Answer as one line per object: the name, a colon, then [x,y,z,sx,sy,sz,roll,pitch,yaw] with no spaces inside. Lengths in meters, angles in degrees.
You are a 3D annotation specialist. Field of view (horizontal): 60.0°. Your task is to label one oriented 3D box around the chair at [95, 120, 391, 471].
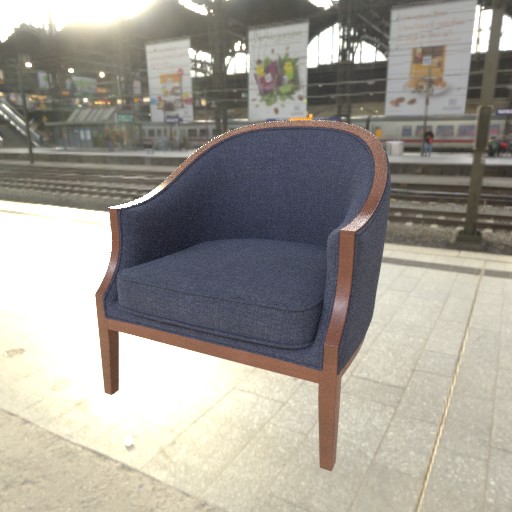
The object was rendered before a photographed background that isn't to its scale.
chair: [0.000,0.000,1.456,0.803,0.876,0.735,8,17,26]
